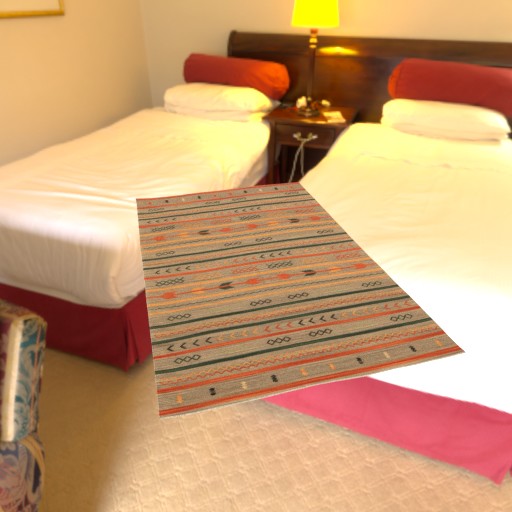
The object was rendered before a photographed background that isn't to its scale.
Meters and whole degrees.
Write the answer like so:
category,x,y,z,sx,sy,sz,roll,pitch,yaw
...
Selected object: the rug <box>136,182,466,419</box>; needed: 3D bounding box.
category,x,y,z,sx,sy,sz,roll,pitch,yaw
rug,0.000,0.000,3.077,1.537,0.029,2.439,-8,32,-13
